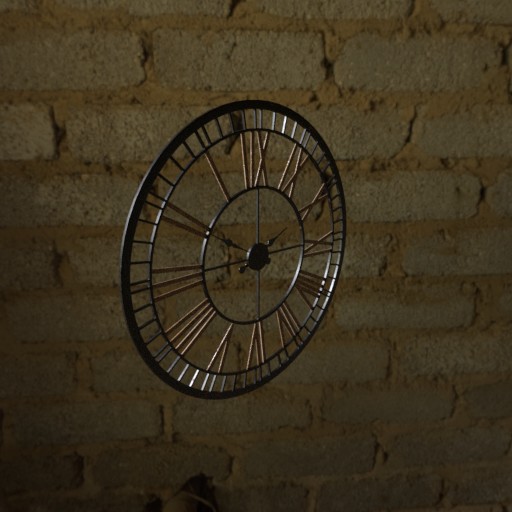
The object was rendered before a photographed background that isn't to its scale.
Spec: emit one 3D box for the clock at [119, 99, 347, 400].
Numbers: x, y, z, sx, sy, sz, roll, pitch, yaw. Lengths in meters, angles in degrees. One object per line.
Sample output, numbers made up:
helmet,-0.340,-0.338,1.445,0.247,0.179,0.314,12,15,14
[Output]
clock,0.000,0.000,1.267,0.843,0.843,0.025,-14,21,-42
